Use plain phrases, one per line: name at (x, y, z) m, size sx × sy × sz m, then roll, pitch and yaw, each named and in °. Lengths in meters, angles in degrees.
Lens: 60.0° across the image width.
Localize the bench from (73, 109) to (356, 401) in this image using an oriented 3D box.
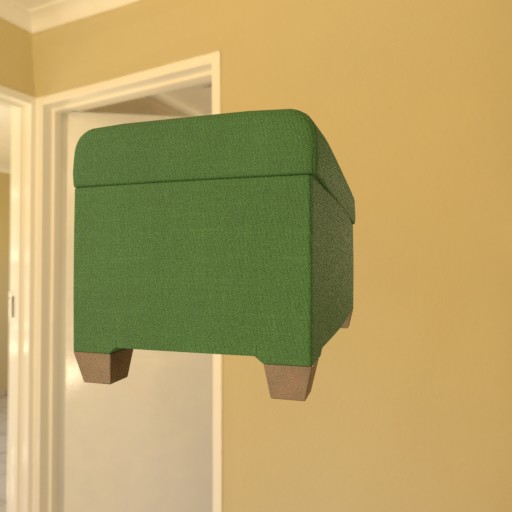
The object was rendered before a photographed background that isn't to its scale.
bench at (0.000, 0.000, 1.246) m, size 0.505 × 0.501 × 0.989 m, roll 0°, pitch -1°, yaw 16°
